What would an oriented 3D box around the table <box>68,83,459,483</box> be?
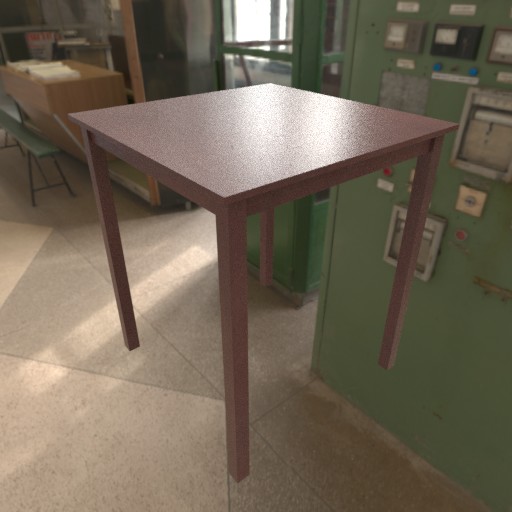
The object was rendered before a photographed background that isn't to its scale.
[{"bbox_3d":[0.000,0.000,1.626,0.861,0.991,0.861,-23,38,-33],"label":"table"}]
